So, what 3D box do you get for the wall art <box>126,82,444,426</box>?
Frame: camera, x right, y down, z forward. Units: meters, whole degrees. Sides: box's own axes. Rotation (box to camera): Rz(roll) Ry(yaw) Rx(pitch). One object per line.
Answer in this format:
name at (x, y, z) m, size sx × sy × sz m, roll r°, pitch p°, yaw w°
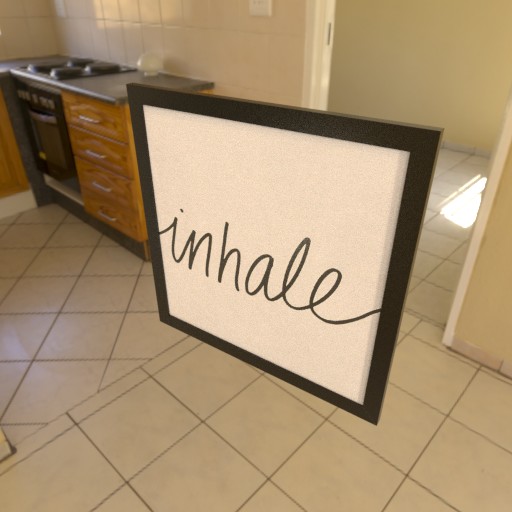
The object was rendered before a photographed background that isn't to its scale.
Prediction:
wall art at (0.000, 0.000, 0.662) m, size 0.446 × 0.445 × 0.014 m, roll 19°, pitch 36°, yaw 28°
